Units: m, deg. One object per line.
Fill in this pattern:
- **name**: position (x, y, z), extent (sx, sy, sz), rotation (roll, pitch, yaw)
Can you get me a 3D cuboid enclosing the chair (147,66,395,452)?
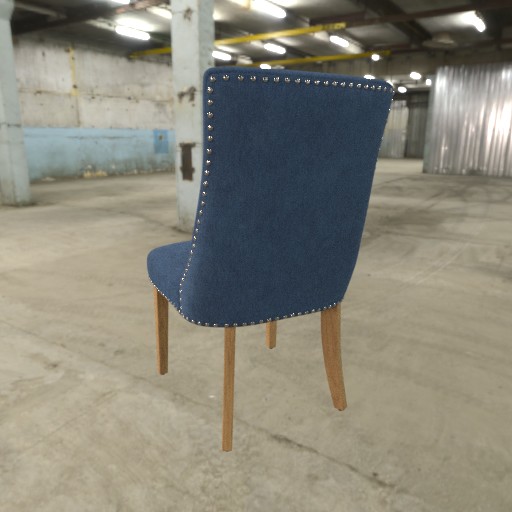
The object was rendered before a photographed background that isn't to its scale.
- **chair**: position (0.000, 0.000, 1.256), extent (0.495, 0.902, 0.610), rotation (-7, 16, -27)
